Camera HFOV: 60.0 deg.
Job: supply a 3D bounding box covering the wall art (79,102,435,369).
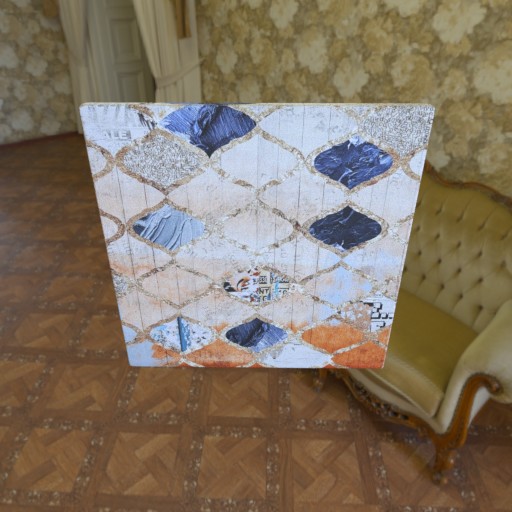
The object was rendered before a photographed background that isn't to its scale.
[{"bbox_3d":[0.000,0.000,1.380,0.912,0.914,0.039,0,31,1],"label":"wall art"}]
